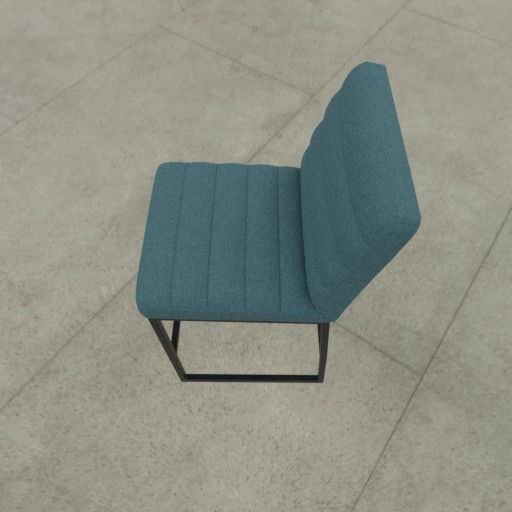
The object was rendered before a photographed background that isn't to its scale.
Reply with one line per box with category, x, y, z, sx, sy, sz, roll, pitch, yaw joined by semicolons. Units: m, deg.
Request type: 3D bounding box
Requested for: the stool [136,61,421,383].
stool;0.000;0.000;1.242;0.560;0.940;0.460;0;58;0
